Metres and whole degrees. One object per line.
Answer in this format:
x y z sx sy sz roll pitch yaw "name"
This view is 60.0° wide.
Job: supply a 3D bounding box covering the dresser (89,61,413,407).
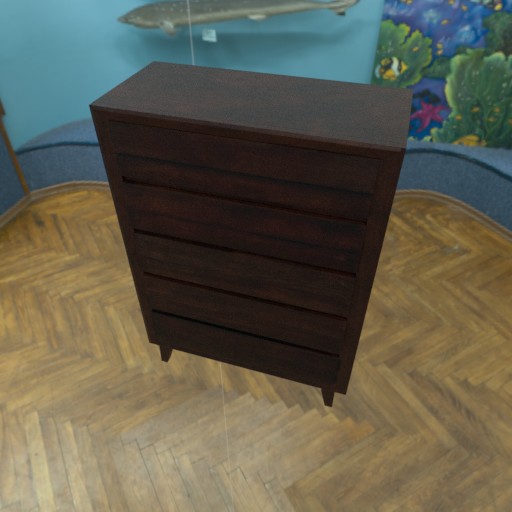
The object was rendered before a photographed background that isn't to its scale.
0.000 0.000 2.091 1.072 1.514 0.506 12 42 13 "dresser"
